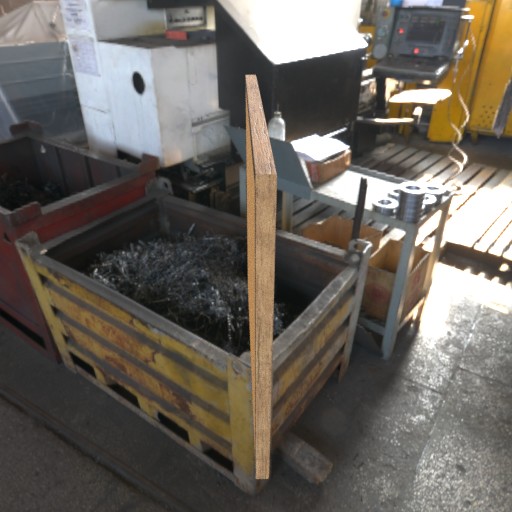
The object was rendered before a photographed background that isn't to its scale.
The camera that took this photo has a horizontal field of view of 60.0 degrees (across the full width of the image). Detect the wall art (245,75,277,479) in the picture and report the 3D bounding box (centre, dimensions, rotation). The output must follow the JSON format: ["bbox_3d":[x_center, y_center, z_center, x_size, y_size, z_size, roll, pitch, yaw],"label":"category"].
[{"bbox_3d":[0.000,0.000,1.058,0.029,0.691,0.695,-1,32,-2],"label":"wall art"}]
